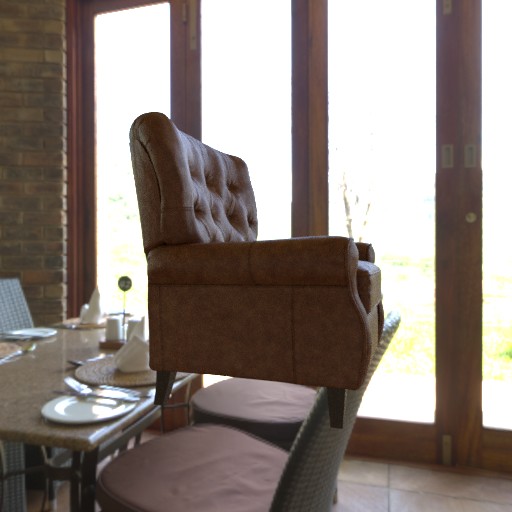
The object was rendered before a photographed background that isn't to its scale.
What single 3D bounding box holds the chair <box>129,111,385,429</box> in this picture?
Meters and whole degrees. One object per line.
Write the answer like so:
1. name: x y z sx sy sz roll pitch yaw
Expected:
1. chair: 0.000 0.000 1.969 1.059 1.164 0.951 0 0 20
